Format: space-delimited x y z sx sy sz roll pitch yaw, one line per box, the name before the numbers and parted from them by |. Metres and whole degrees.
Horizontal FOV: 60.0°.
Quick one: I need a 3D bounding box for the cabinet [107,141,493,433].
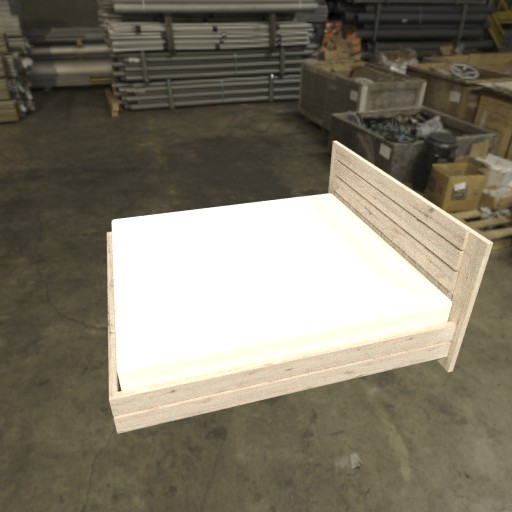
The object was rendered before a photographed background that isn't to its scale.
cabinet | 0.000 0.000 3.169 2.080 0.970 1.950 -9 32 -14
